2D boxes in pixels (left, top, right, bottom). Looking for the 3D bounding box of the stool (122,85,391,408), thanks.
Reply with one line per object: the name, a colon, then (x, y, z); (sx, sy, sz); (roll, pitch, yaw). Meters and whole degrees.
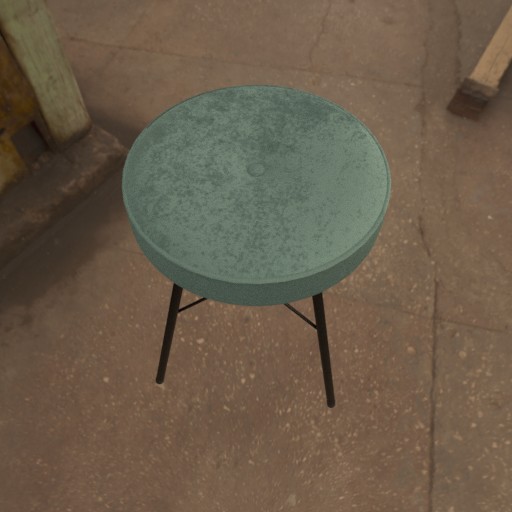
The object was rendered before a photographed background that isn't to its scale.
stool: (0.000, 0.000, 0.876); (0.457, 0.519, 0.458); (14, 58, 9)
